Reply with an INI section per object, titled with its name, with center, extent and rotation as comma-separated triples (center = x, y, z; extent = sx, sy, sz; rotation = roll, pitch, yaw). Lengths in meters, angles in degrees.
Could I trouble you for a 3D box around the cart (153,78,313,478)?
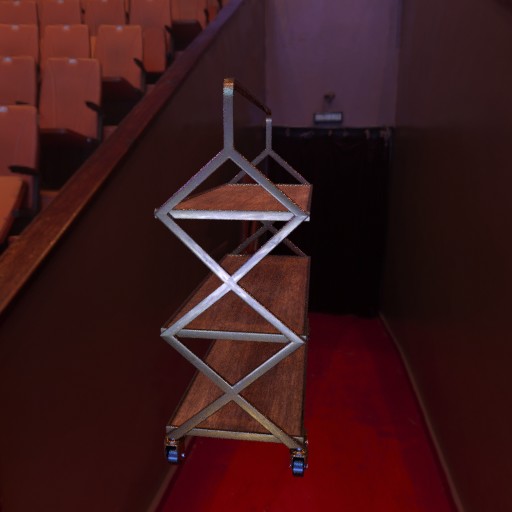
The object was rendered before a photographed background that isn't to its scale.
[cart]
center = 0.000, 0.000, 1.193
extent = 0.313, 0.805, 0.723
rotation = 2, 14, 7
